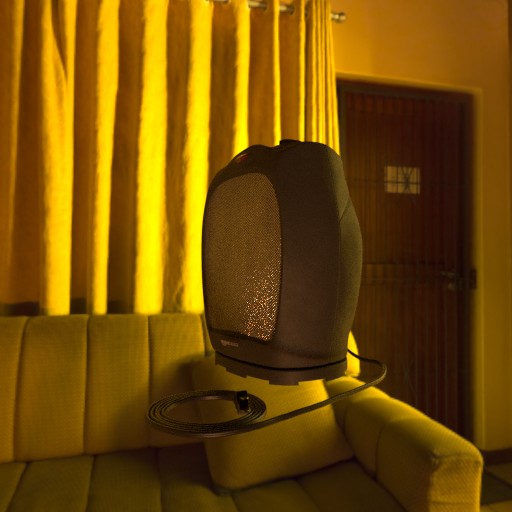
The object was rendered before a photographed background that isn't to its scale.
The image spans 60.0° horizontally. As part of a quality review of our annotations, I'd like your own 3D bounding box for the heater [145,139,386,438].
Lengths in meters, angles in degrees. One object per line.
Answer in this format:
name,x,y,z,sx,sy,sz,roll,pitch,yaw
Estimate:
heater,0.000,0.000,0.463,0.291,0.255,0.239,1,-1,-36
